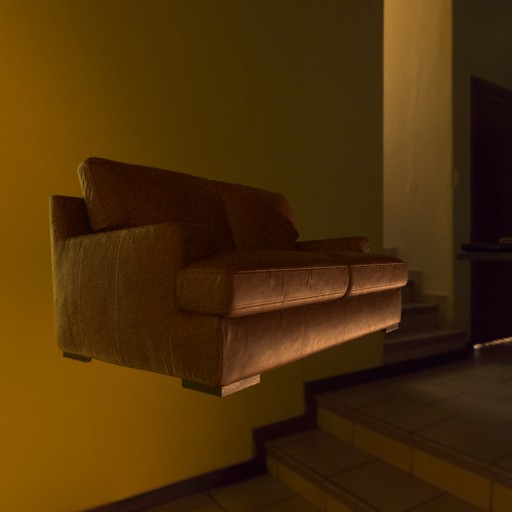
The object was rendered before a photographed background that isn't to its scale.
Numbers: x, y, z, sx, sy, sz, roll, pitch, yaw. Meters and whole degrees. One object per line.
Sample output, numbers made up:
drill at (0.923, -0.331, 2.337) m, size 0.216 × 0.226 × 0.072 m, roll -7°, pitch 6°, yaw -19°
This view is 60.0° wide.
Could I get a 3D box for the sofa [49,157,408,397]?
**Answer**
sofa at (0.000, 0.000, 2.488) m, size 1.143 × 0.939 × 1.880 m, roll 0°, pitch 0°, yaw 37°
